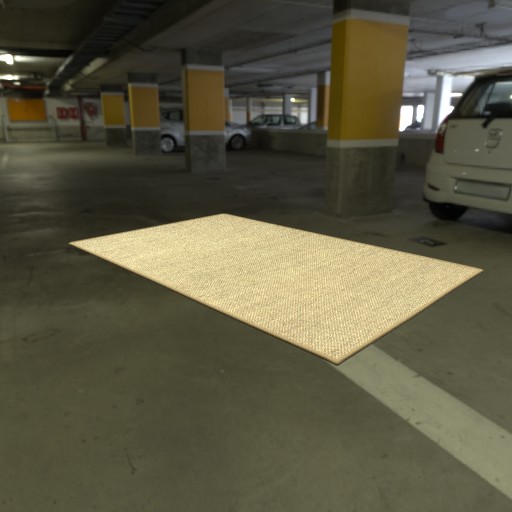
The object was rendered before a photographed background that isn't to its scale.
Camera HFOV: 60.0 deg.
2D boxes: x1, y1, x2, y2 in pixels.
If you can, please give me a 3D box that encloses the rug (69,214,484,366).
[{"bbox_3d":[0.000,0.000,2.068,1.062,0.013,1.667,-16,23,-42],"label":"rug"}]
